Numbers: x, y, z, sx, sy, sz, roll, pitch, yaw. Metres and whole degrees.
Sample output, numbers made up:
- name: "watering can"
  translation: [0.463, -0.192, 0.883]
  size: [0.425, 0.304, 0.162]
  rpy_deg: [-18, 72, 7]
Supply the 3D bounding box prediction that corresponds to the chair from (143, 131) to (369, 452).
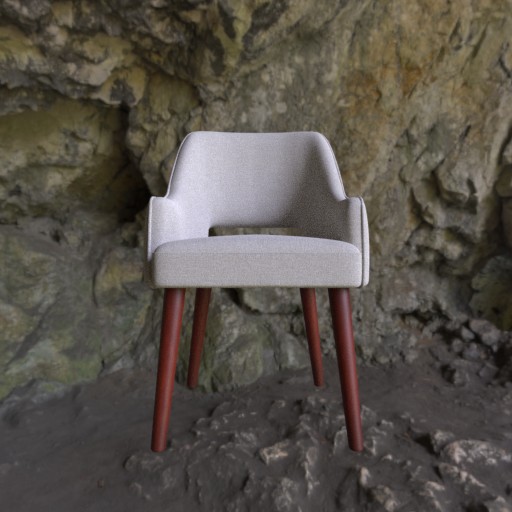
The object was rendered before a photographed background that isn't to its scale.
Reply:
- name: "chair"
  translation: [0.000, 0.000, 1.234]
  size: [0.560, 0.840, 0.580]
  rpy_deg: [0, -1, -1]
